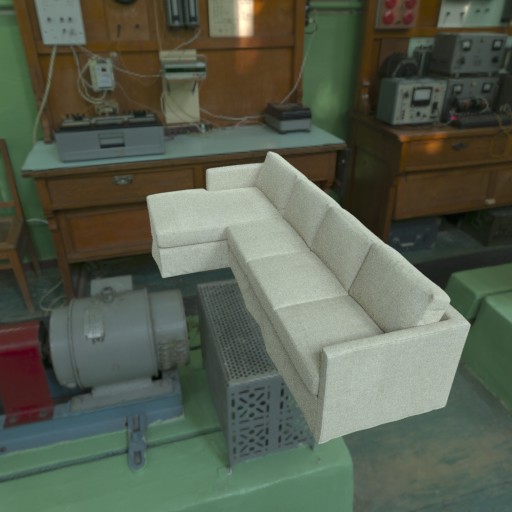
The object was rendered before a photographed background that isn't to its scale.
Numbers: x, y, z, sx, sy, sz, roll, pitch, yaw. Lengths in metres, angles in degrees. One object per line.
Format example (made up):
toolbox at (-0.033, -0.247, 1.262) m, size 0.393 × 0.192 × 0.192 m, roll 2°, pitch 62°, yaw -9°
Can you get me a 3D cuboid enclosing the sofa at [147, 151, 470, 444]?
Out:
sofa at (0.000, 0.000, 3.822) m, size 1.650 × 0.922 × 3.205 m, roll -9°, pitch 31°, yaw -15°
